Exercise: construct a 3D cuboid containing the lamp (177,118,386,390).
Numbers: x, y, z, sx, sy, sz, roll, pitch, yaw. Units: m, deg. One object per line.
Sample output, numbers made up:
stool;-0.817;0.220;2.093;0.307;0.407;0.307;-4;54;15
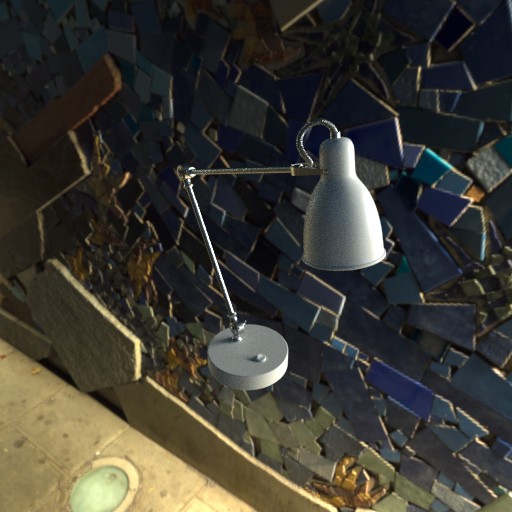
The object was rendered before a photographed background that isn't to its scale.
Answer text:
lamp;0.000;0.000;0.890;0.187;0.587;0.561;-21;34;-34
